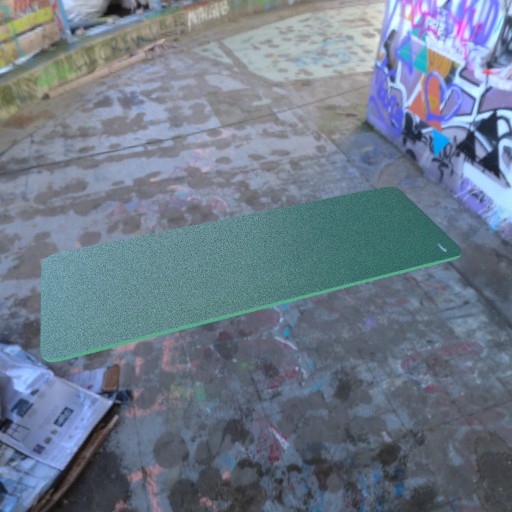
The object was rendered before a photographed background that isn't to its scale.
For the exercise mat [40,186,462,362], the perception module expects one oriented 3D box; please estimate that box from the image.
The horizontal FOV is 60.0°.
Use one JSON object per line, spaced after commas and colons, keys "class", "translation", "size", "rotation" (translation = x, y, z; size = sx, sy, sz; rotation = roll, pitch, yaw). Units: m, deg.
{"class": "exercise mat", "translation": [0.000, 0.000, 2.046], "size": [1.869, 0.021, 0.616], "rotation": [-13, 43, -14]}
